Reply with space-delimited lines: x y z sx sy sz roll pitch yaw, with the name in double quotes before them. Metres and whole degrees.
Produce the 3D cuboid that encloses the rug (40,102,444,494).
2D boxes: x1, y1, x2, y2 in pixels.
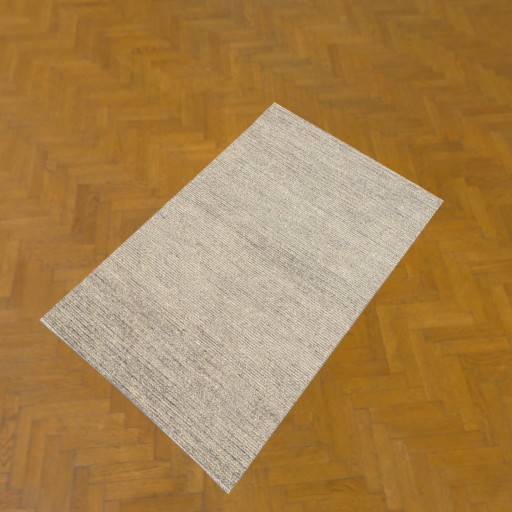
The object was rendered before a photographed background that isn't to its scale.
"rug" 0.000 0.000 2.234 1.162 0.022 1.804 36 68 17
